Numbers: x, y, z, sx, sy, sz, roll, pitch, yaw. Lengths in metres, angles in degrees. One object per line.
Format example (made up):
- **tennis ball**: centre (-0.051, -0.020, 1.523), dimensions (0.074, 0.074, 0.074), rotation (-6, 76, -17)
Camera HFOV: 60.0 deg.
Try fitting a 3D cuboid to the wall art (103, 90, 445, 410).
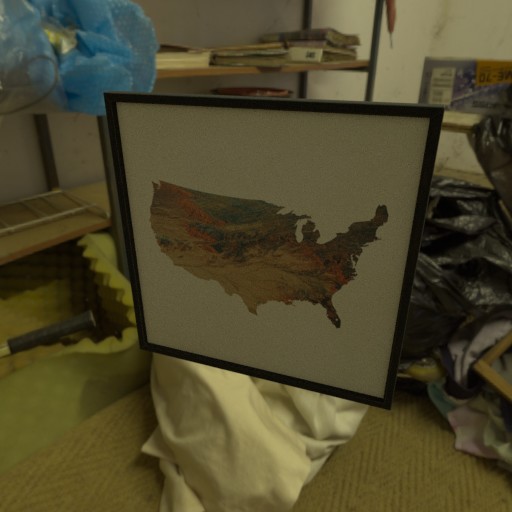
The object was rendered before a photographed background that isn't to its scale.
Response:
- **wall art**: centre (0.000, 0.000, 0.448), dimensions (0.304, 0.303, 0.015), rotation (9, 27, 18)
